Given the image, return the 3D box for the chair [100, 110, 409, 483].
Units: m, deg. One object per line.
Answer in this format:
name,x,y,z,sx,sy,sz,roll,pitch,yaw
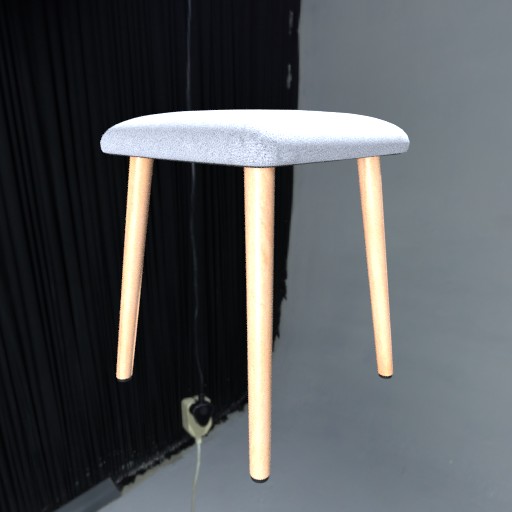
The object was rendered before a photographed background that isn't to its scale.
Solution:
chair,0.000,0.000,0.704,0.350,0.440,0.350,15,23,41
